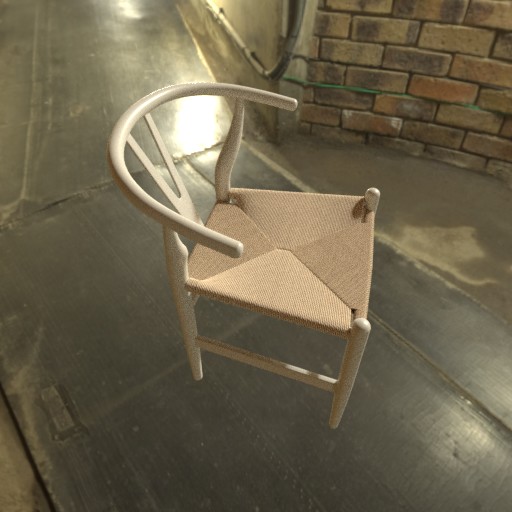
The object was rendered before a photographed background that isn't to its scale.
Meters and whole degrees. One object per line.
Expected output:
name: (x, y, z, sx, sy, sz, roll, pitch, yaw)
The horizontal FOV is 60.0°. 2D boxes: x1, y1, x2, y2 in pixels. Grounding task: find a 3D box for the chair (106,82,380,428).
chair: (0.000, 0.000, 1.140, 0.579, 0.730, 0.569, 10, 46, 9)
